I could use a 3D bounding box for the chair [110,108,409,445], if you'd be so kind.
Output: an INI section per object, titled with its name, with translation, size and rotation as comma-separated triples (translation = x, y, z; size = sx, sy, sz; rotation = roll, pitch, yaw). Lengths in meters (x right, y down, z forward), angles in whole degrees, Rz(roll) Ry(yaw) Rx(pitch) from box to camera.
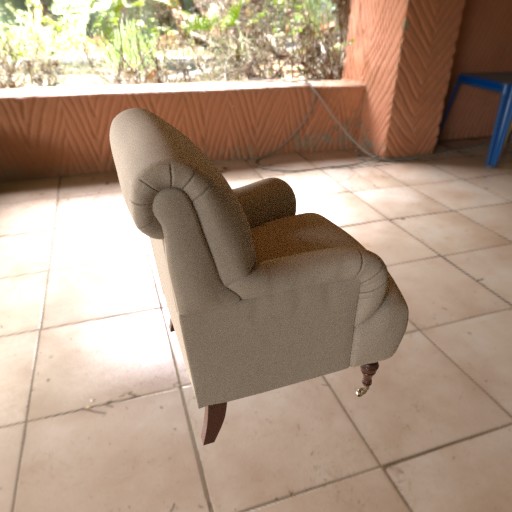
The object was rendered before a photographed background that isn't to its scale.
[chair]
translation = 0.000, 0.000, 1.550
size = 0.842, 0.942, 0.766
rotation = -10, 30, -17
